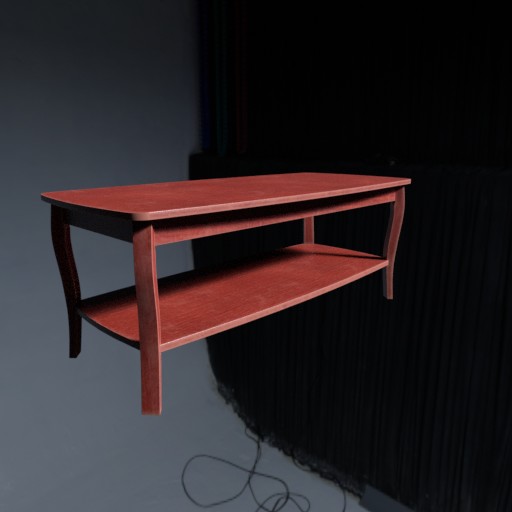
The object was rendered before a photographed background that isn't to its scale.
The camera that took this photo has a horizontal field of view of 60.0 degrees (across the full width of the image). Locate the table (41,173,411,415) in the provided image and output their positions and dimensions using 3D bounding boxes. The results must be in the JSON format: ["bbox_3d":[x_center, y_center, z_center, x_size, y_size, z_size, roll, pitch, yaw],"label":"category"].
[{"bbox_3d":[0.000,0.000,1.489,0.561,0.473,1.216,14,20,43],"label":"table"}]
